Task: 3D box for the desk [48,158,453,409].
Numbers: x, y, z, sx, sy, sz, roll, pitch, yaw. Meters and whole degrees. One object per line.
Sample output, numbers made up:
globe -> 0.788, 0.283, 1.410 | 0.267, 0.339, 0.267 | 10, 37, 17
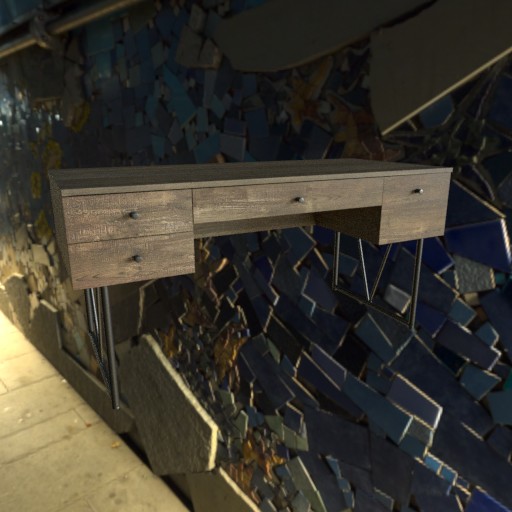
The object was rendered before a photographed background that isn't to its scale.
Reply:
desk -> 0.000, 0.000, 2.014 | 1.600, 0.780, 0.730 | -8, 18, -26
